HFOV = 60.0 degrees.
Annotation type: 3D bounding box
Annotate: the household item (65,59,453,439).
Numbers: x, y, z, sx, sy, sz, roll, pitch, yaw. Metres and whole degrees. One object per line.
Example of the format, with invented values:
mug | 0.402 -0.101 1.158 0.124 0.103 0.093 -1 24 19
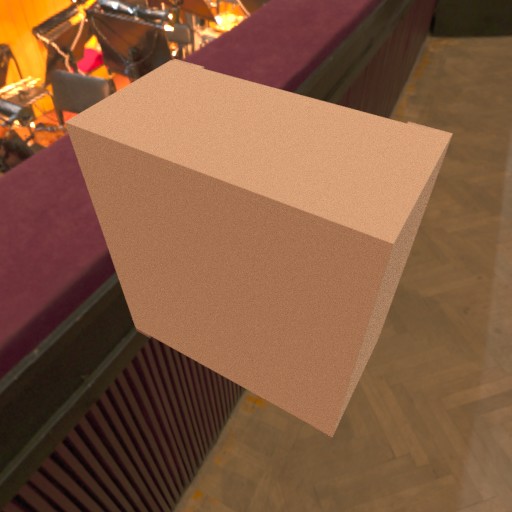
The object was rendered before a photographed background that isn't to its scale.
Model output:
household item | 0.000 0.000 1.344 0.800 0.870 0.420 23 51 21
